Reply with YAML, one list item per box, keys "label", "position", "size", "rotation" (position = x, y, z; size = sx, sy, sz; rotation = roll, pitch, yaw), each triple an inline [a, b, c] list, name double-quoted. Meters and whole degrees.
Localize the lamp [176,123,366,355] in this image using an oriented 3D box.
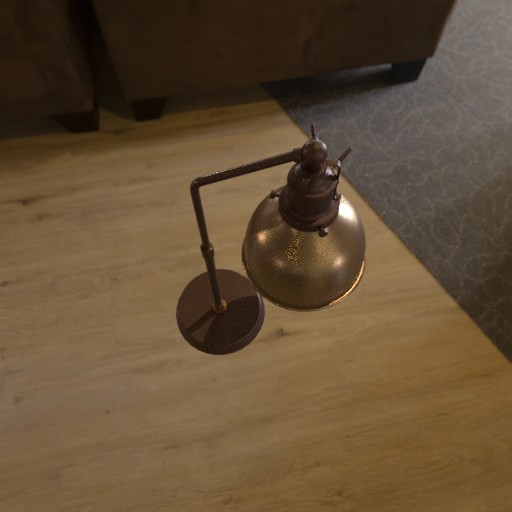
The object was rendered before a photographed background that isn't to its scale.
- label: "lamp"
  position: [0.000, 0.000, 0.618]
  size: [0.298, 0.469, 0.175]
  rotation: [4, 64, 2]
